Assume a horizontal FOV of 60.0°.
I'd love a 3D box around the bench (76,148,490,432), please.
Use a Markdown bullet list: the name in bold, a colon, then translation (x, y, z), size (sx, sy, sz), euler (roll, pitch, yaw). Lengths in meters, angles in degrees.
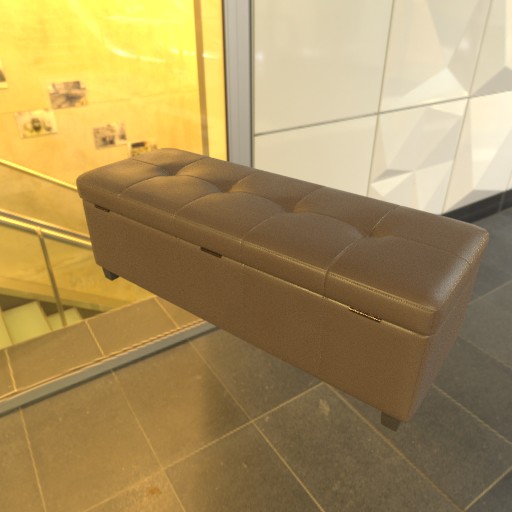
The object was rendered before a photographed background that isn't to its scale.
- **bench**: translation (0.000, 0.000, 1.410), size (1.219, 0.417, 0.450), euler (21, 36, 31)
